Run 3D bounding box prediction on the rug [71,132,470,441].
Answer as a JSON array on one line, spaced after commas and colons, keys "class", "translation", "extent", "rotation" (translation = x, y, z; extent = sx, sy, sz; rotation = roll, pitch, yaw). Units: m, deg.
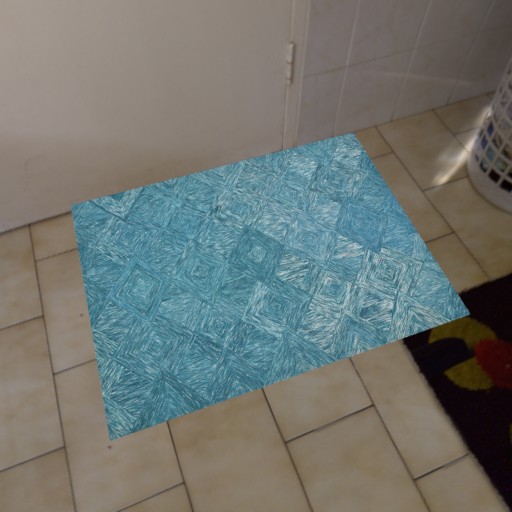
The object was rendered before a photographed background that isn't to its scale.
[{"class": "rug", "translation": [0.000, 0.000, 4.274], "extent": [3.217, 0.027, 2.405], "rotation": [-17, 60, -10]}]
